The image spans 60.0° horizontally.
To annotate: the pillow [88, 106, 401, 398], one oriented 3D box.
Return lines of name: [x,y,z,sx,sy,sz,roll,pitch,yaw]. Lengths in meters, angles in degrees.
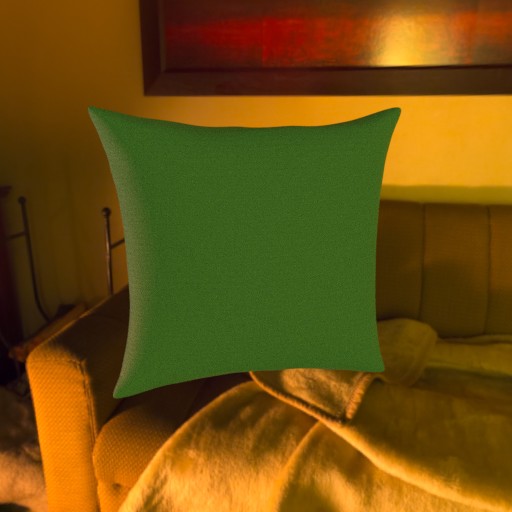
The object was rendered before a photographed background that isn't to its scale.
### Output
pillow: [0.000,0.000,0.770,0.514,0.497,0.150,-3,14,-10]
